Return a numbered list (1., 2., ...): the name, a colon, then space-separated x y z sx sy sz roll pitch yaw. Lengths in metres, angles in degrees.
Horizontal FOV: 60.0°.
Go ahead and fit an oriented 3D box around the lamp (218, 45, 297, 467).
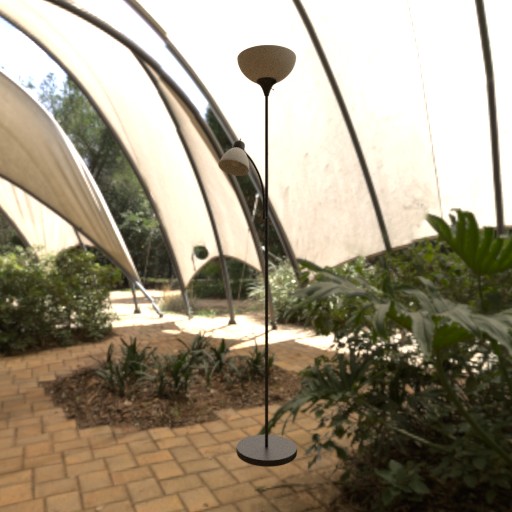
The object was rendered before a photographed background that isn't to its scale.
1. lamp: 0.000 0.000 1.958 0.279 1.804 0.442 0 0 35
